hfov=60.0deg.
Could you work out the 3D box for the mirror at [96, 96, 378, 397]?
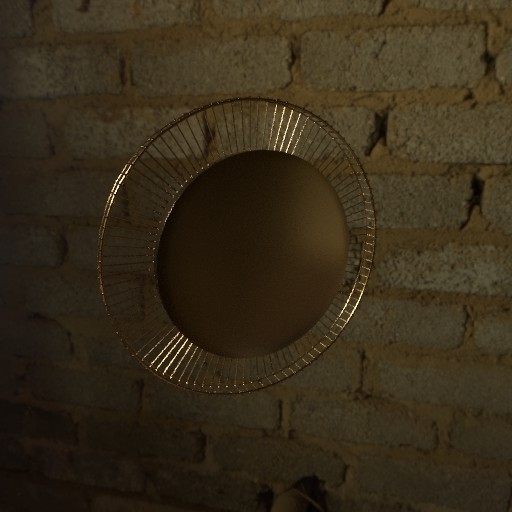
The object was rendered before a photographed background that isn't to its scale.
[{"bbox_3d":[0.000,0.000,1.038,0.703,0.703,0.067,-7,17,-25],"label":"mirror"}]
